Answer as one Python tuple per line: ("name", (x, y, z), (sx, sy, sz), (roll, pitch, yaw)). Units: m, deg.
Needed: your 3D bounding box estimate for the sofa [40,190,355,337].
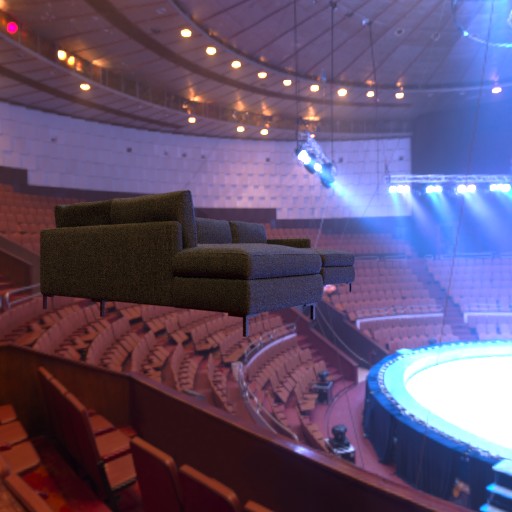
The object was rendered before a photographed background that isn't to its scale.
("sofa", (0.000, 0.000, 3.688), (1.879, 0.753, 2.737), (0, 0, 36))
